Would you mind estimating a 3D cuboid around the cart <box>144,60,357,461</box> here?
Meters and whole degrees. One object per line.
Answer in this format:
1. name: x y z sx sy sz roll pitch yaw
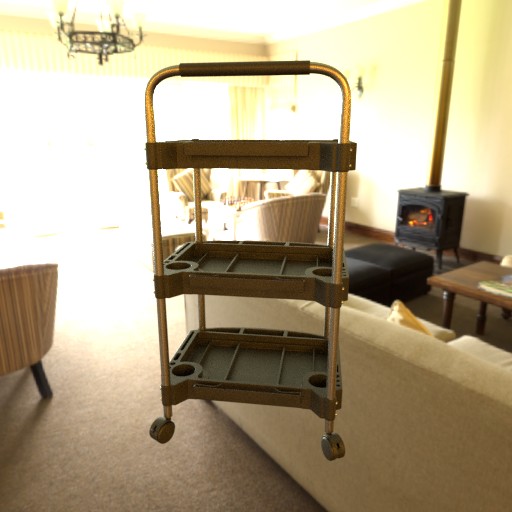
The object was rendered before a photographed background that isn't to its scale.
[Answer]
1. cart: 0.000 0.000 1.393 0.584 1.075 0.518 2 16 8
